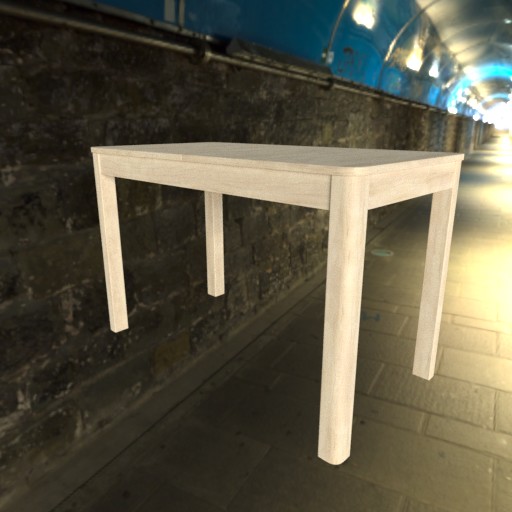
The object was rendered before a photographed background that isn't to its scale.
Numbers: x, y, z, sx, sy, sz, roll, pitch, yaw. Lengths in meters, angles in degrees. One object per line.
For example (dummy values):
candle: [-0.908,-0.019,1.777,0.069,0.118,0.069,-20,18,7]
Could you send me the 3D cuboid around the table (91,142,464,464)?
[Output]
table: [0.000,0.000,1.930,1.400,0.900,0.750,15,23,41]
